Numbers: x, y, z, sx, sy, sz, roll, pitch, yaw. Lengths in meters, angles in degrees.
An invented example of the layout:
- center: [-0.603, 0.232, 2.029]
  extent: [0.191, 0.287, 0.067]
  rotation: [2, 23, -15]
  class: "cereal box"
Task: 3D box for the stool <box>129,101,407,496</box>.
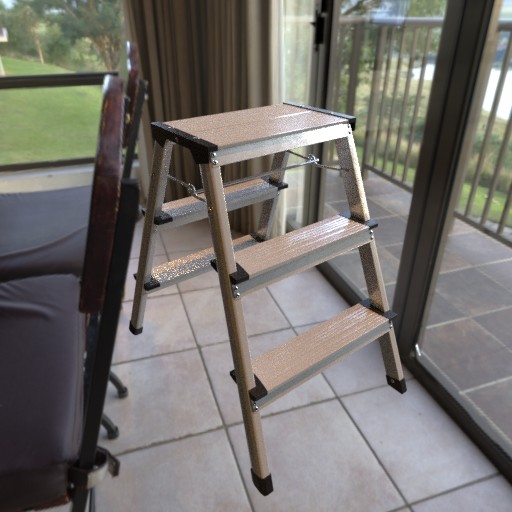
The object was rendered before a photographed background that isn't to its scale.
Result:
- center: [0.000, 0.000, 1.004]
  extent: [0.437, 0.605, 0.622]
  rotation: [-21, 36, -32]
  class: "stool"
